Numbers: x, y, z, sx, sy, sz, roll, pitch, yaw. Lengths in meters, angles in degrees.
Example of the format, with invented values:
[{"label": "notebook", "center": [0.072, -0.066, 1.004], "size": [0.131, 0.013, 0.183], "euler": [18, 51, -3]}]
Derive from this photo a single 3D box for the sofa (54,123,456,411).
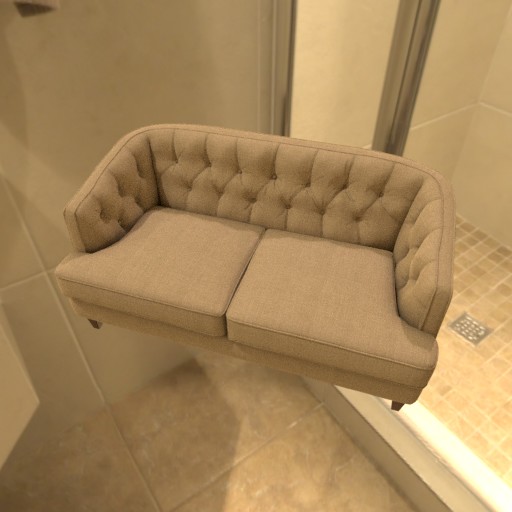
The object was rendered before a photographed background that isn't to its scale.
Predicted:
[{"label": "sofa", "center": [0.000, 0.000, 2.202], "size": [1.733, 0.855, 0.941], "euler": [12, 43, 13]}]
